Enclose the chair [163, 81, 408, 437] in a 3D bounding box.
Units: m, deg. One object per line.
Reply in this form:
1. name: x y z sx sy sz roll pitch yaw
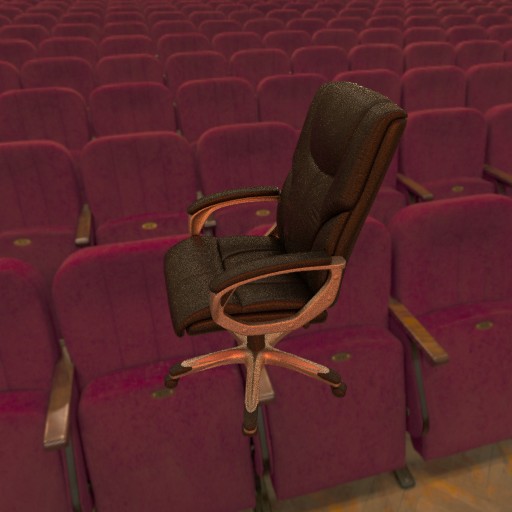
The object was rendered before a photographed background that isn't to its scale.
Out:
1. chair: 0.000 0.000 1.626 0.780 1.145 0.700 -8 32 -12
